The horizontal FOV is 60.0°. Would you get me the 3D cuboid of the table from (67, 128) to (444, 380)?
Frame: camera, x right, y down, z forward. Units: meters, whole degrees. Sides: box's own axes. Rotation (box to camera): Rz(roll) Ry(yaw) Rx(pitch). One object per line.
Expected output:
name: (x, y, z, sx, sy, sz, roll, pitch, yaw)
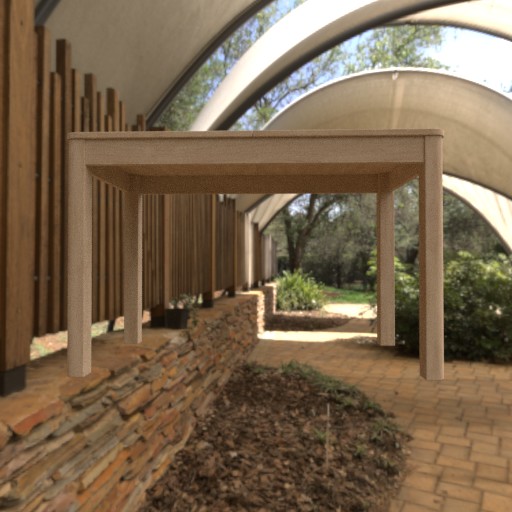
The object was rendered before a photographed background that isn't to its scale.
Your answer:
table: (0.000, 0.000, 1.975, 1.400, 0.900, 0.750, 0, -1, 2)
